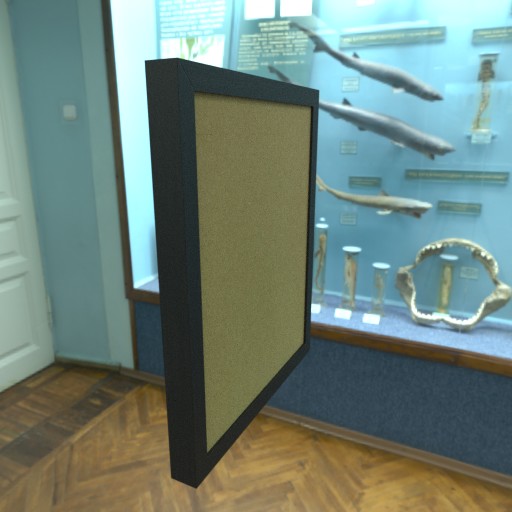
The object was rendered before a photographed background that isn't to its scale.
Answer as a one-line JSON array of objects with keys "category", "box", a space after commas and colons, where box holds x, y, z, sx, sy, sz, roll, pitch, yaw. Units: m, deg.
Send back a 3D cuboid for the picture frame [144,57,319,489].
[{"category": "picture frame", "box": [0.000, 0.000, 0.746, 0.044, 0.555, 0.452, 8, 18, 26]}]
